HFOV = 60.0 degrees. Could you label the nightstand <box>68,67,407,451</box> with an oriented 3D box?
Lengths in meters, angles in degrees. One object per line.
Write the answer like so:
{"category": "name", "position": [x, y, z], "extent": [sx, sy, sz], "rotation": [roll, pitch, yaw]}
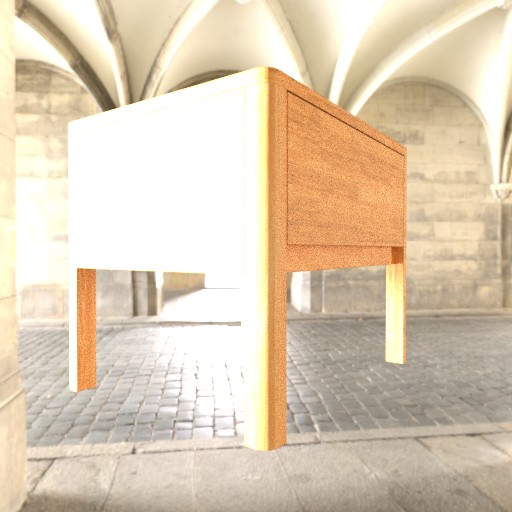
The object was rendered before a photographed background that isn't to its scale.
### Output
{"category": "nightstand", "position": [0.000, 0.000, 0.889], "extent": [0.440, 0.470, 0.560], "rotation": [1, 1, 35]}
